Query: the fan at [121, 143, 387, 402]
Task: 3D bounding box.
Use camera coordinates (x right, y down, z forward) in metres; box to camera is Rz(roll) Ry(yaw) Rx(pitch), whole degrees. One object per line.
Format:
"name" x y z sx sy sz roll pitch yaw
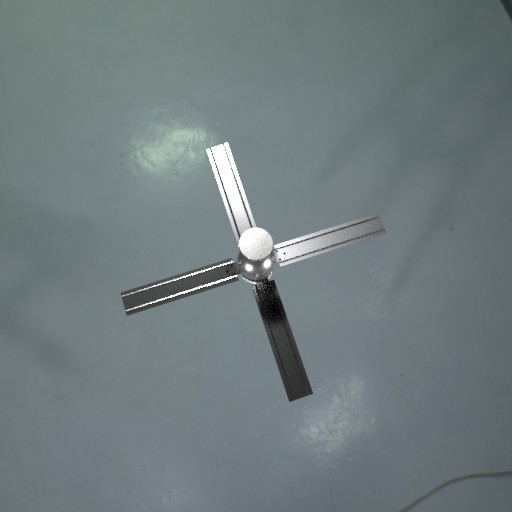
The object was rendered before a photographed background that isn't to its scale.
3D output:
"fan" 0.000 0.000 2.074 1.346 0.406 1.346 -19 76 -5
